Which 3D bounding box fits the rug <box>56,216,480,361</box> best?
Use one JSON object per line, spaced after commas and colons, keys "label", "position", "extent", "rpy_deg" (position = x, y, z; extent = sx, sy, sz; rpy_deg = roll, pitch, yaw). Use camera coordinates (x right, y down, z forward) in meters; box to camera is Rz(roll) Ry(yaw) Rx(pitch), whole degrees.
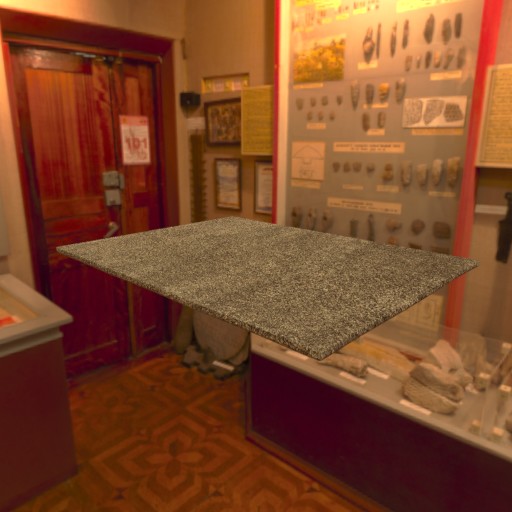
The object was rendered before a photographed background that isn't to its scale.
{"label": "rug", "position": [0.000, 0.000, 2.078], "extent": [1.601, 0.025, 1.198], "rpy_deg": [14, 21, 42]}
